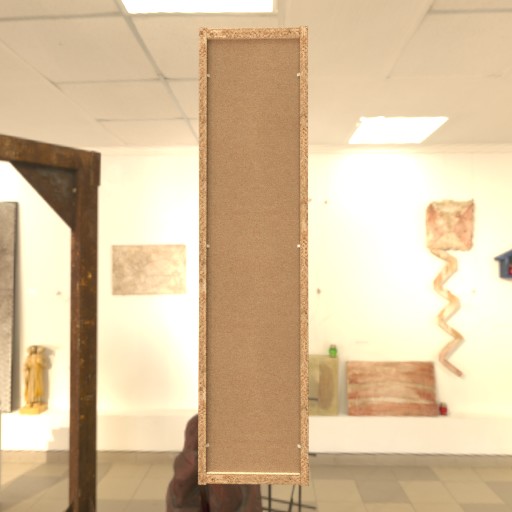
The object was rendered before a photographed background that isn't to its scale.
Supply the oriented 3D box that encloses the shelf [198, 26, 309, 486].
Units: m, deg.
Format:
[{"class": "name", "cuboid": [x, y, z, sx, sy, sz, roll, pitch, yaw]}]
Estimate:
[{"class": "shelf", "cuboid": [0.000, 0.000, 0.725, 0.147, 0.600, 0.290, 0, -1, 1]}]
